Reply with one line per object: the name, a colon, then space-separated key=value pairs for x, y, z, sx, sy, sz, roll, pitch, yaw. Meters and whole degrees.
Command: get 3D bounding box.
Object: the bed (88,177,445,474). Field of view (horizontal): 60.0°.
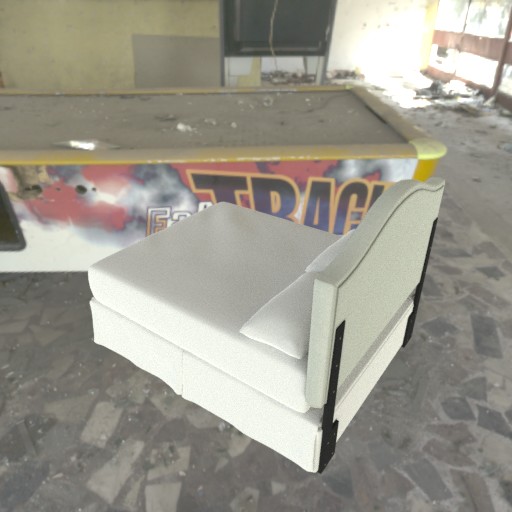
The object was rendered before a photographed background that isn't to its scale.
bed: x=0.000 y=0.000 z=3.445 sx=2.180 sy=1.607 sz=1.813 roll=20 pitch=35 yaw=31
